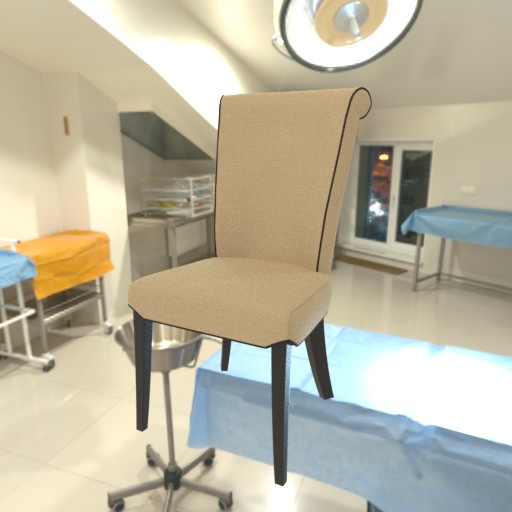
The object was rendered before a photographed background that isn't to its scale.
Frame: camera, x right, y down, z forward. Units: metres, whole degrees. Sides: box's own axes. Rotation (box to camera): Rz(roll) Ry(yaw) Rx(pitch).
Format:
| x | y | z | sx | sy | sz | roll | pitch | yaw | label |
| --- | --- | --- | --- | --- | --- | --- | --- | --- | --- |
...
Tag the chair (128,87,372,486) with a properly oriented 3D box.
| x | y | z | sx | sy | sz | roll | pitch | yaw | label |
| --- | --- | --- | --- | --- | --- | --- | --- | --- | --- |
| 0.000 | 0.000 | 1.359 | 0.522 | 0.997 | 0.623 | 8 | 17 | 27 | chair |
